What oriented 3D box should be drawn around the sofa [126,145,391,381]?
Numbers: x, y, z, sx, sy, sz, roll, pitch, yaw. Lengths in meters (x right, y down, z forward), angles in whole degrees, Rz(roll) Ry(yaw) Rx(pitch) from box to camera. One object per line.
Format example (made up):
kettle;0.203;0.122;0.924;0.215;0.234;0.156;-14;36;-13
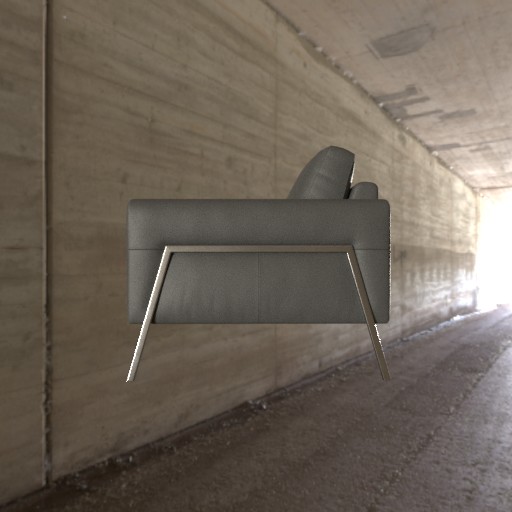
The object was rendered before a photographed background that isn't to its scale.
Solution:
sofa;0.000;0.000;2.555;0.953;0.875;2.017;0;0;0
